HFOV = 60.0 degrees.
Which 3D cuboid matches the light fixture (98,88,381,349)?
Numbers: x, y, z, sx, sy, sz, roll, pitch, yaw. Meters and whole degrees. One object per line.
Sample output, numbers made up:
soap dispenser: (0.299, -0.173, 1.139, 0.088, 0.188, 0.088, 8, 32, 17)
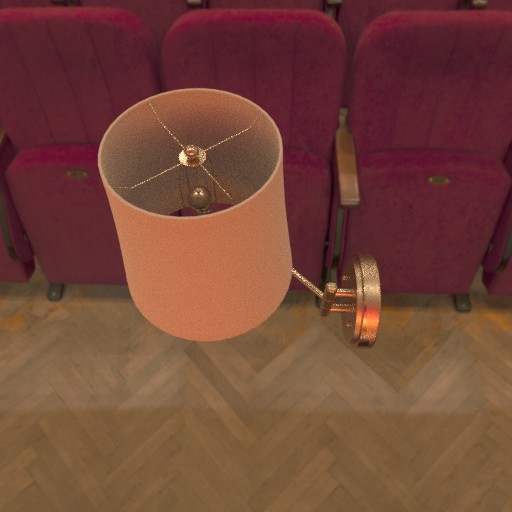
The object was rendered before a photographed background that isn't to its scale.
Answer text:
light fixture: (0.000, 0.000, 0.583, 0.348, 0.381, 0.223, 2, 57, 1)
